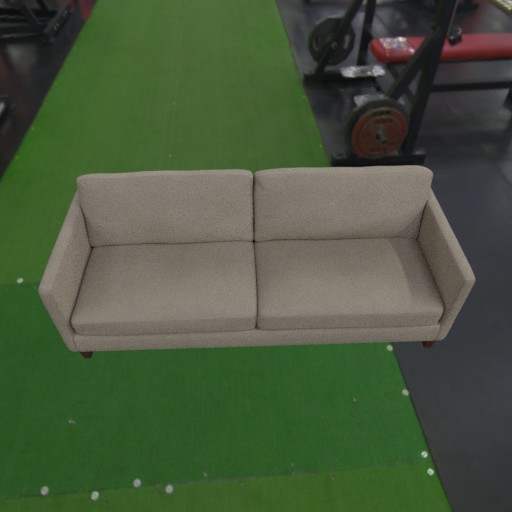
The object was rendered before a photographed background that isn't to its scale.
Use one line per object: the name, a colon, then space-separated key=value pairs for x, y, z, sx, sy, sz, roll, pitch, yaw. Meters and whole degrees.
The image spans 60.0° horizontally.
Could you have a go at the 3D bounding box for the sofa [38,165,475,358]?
sofa: x=0.000 y=0.000 z=2.883 sx=2.404 sy=0.912 sz=0.988 roll=-1 pitch=46 yaw=-1
